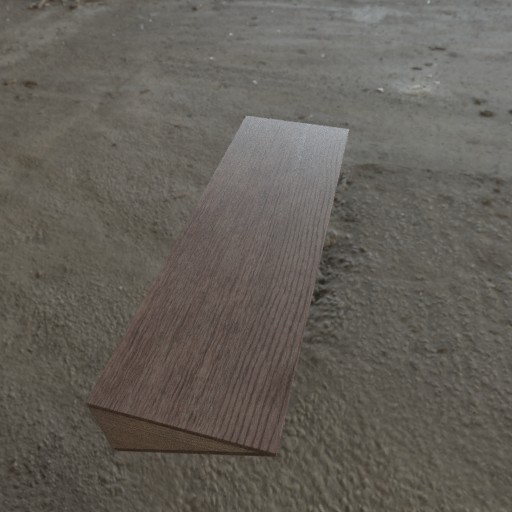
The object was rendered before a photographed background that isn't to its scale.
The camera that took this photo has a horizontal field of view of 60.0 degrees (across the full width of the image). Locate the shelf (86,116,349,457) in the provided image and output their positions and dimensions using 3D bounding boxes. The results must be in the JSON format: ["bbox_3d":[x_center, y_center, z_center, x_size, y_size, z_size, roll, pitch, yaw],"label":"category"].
[{"bbox_3d":[0.000,0.000,0.684,0.200,0.125,0.610,11,47,10],"label":"shelf"}]
